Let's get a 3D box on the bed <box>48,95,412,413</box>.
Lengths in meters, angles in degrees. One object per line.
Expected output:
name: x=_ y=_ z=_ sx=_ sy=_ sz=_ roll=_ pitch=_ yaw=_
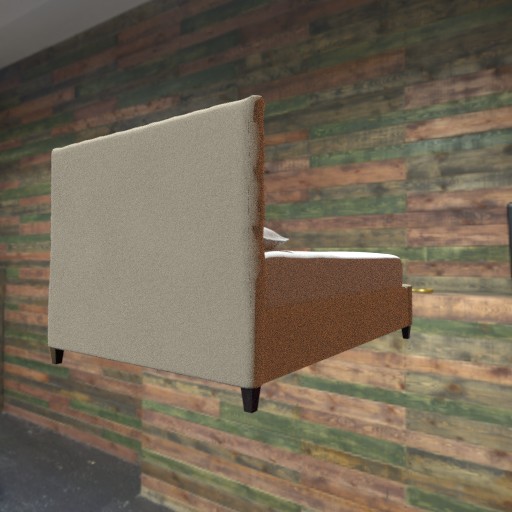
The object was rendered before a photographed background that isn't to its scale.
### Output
bed: x=0.000 y=0.000 z=3.397 sx=1.698 sy=1.427 sz=2.387 roll=0 pitch=-1 yaw=36
